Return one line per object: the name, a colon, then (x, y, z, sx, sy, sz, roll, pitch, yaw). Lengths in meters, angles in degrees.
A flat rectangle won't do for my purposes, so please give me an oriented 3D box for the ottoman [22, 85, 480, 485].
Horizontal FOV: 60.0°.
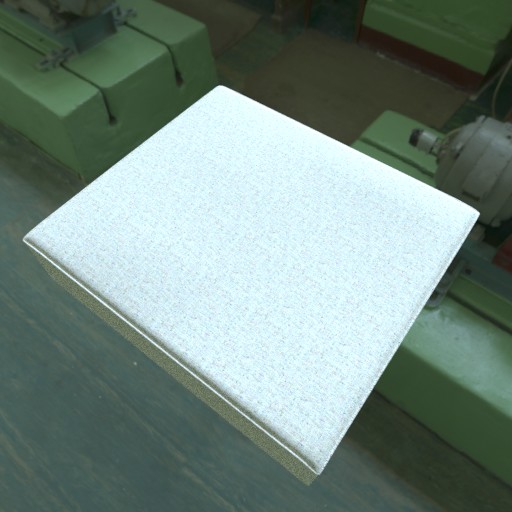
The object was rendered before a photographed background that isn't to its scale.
ottoman: (0.000, 0.000, 1.179, 0.835, 0.303, 0.736, 32, 62, 19)
